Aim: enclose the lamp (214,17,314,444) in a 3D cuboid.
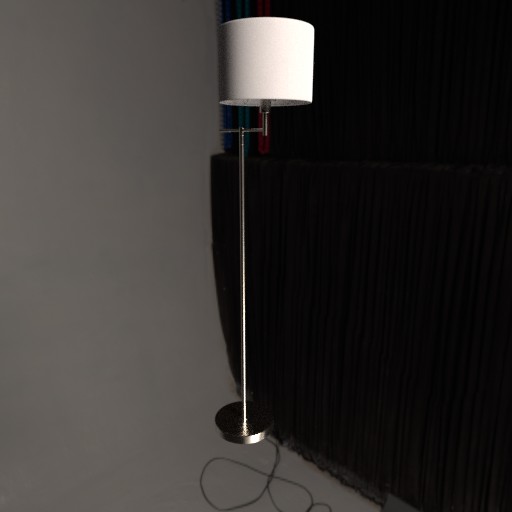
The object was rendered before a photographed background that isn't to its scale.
[{"bbox_3d":[0.000,0.000,1.735,0.416,1.600,0.324,14,20,42],"label":"lamp"}]
